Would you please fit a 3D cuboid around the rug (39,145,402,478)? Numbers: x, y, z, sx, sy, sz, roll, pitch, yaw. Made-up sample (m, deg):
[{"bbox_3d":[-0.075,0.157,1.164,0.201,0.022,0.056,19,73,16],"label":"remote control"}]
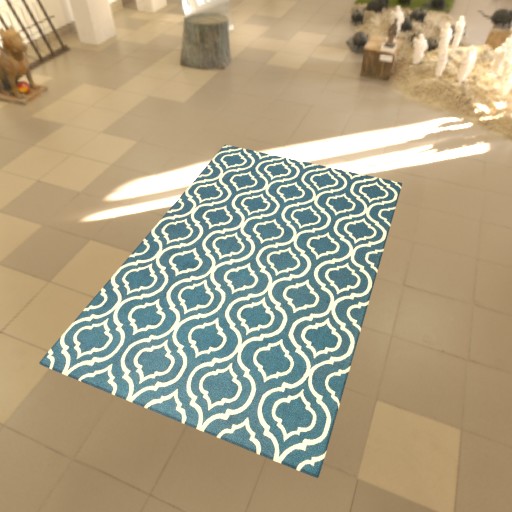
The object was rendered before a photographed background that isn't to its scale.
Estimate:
[{"bbox_3d":[0.000,0.000,2.169,1.143,0.010,1.753,16,47,15],"label":"rug"}]
